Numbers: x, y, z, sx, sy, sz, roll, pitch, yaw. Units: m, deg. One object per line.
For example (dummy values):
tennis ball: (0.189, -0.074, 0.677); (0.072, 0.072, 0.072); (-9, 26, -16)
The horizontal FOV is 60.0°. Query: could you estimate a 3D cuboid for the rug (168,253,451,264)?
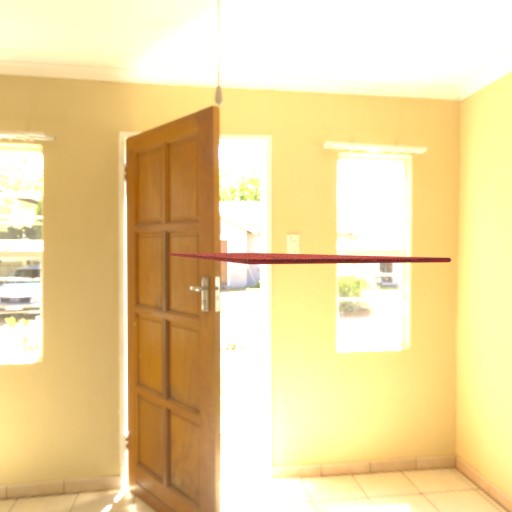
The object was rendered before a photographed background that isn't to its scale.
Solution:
rug: (0.000, 0.000, 2.739); (0.813, 0.018, 2.439); (0, 1, -17)
